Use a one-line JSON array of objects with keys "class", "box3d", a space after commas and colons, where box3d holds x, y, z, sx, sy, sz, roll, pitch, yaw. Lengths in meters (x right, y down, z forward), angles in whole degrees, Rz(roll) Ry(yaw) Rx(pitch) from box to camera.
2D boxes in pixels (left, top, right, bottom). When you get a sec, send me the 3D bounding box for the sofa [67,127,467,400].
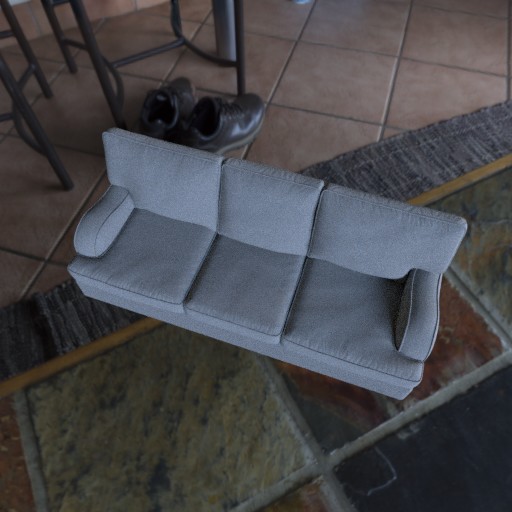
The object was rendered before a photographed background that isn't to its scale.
[{"class": "sofa", "box3d": [0.000, 0.000, 2.909, 2.323, 0.997, 1.016, 16, 58, 10]}]
